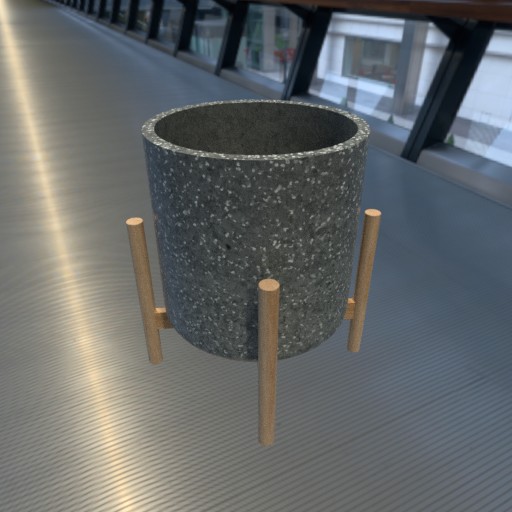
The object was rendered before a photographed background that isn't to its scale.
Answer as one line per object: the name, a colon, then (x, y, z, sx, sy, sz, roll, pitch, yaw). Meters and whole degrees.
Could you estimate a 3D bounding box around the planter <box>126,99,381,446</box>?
planter: (0.000, 0.000, 0.708, 0.360, 0.419, 0.360, 9, 32, 15)
